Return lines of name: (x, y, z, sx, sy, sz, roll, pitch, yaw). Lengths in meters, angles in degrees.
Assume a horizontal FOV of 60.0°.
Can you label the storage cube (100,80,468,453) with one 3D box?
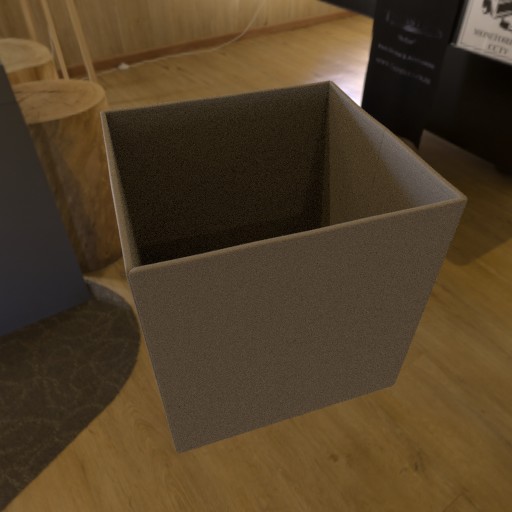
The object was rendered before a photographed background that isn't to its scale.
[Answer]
storage cube: (0.000, 0.000, 0.504, 0.270, 0.280, 0.270, -13, 44, -13)
